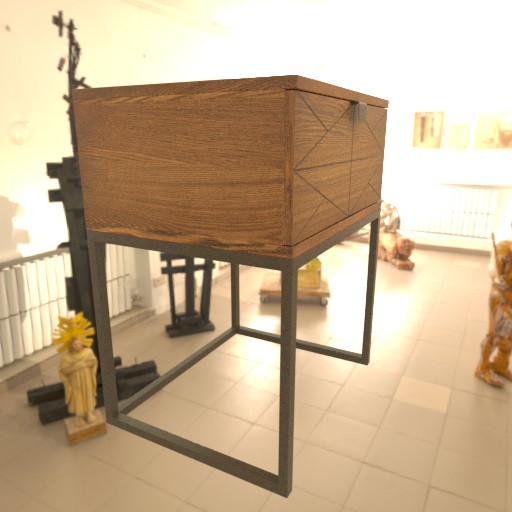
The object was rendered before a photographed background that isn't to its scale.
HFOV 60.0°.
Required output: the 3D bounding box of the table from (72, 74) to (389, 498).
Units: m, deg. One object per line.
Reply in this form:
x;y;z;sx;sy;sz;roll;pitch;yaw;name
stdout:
0.000;0.000;0.891;0.400;0.610;0.482;8;17;28;table
